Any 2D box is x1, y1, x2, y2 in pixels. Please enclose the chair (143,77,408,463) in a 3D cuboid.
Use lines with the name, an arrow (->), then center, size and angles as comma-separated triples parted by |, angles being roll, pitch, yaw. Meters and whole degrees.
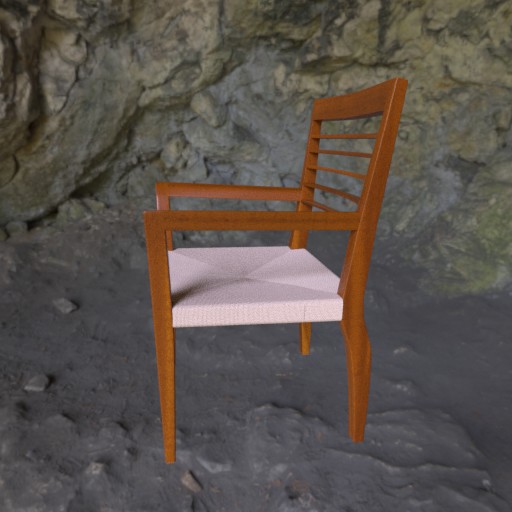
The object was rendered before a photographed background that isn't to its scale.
chair -> 0.000, 0.000, 1.211 | 0.540, 0.855, 0.587 | -3, 15, -10
